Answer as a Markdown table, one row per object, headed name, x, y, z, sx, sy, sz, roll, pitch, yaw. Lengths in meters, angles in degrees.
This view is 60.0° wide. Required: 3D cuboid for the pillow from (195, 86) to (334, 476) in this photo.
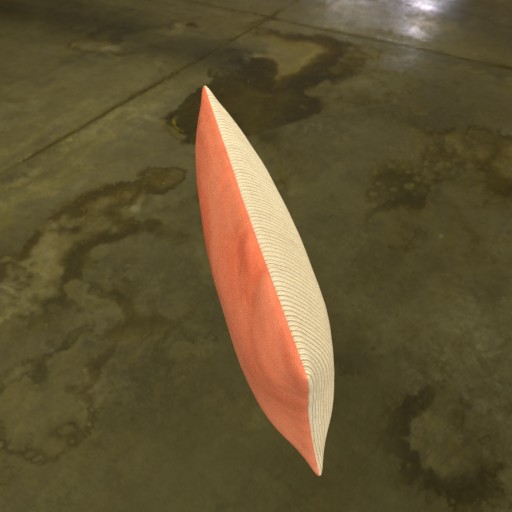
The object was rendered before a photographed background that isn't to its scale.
| name | x | y | z | sx | sy | sz | roll | pitch | yaw |
| --- | --- | --- | --- | --- | --- | --- | --- | --- | --- |
| pillow | 0.000 | 0.000 | 0.722 | 0.155 | 0.307 | 0.608 | -10 | 47 | -9 |
